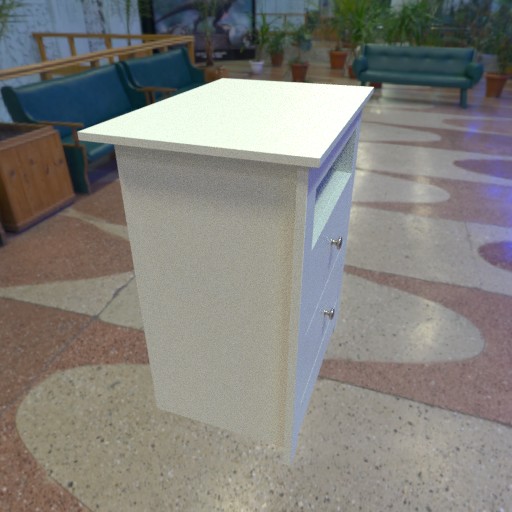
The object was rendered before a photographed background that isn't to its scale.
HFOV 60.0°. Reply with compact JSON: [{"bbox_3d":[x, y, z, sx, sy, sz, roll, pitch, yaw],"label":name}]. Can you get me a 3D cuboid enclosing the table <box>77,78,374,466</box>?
[{"bbox_3d":[0.000,0.000,1.081,0.406,0.711,0.589,10,32,17],"label":"table"}]
